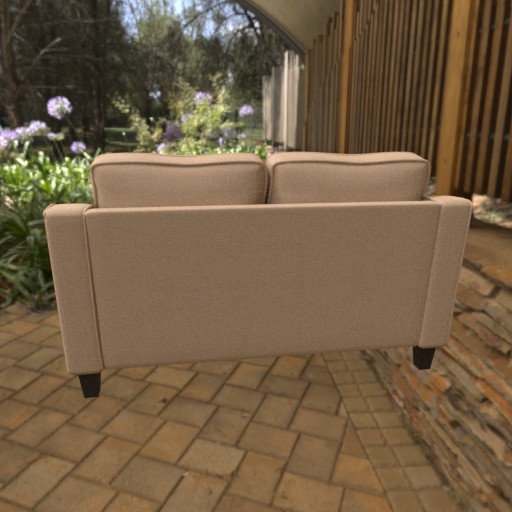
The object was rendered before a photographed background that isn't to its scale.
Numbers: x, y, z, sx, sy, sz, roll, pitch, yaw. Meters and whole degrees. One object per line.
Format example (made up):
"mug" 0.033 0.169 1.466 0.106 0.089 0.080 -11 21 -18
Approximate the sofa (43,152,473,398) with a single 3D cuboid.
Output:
"sofa" 0.000 0.000 3.371 2.587 1.562 1.351 -2 15 -9
